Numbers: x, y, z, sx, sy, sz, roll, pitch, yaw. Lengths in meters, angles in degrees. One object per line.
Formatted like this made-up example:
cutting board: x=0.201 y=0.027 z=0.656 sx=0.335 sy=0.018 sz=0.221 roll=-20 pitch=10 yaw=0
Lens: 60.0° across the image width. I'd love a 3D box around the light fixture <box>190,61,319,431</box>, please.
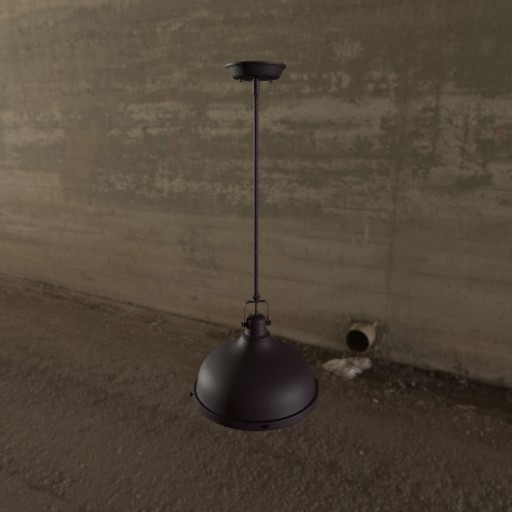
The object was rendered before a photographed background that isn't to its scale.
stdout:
light fixture: x=0.000 y=0.000 z=1.066 sx=0.341 sy=0.849 sz=0.341 roll=-3 pitch=16 yaw=-10
